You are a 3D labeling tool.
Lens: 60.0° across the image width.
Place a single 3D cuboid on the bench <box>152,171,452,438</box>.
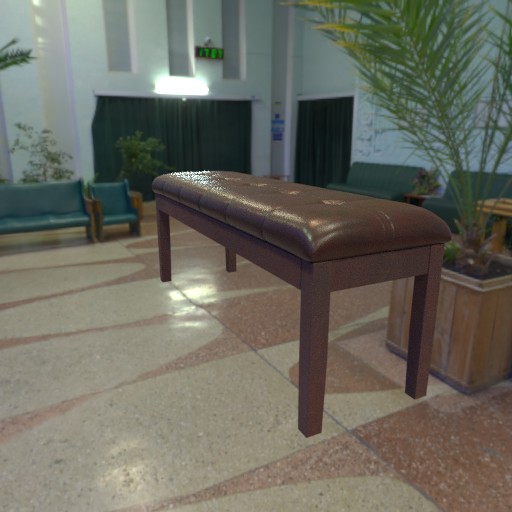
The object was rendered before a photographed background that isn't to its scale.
[{"bbox_3d":[0.000,0.000,1.523,0.401,0.491,1.259,-8,17,-26],"label":"bench"}]
